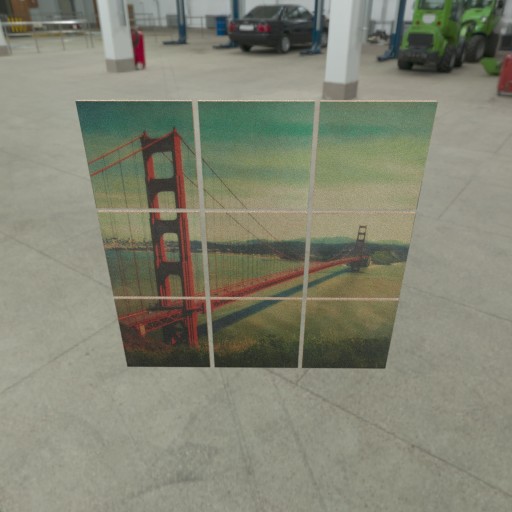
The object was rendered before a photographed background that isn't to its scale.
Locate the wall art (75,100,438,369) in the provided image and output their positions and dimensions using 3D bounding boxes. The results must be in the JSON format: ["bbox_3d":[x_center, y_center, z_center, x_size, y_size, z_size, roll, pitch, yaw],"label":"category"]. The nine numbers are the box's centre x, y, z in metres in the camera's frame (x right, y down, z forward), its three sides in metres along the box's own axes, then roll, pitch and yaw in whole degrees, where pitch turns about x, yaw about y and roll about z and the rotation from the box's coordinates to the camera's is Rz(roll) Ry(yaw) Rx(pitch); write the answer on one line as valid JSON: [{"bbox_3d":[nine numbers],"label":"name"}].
[{"bbox_3d":[0.000,0.000,1.353,0.917,0.910,0.012,0,30,1],"label":"wall art"}]
